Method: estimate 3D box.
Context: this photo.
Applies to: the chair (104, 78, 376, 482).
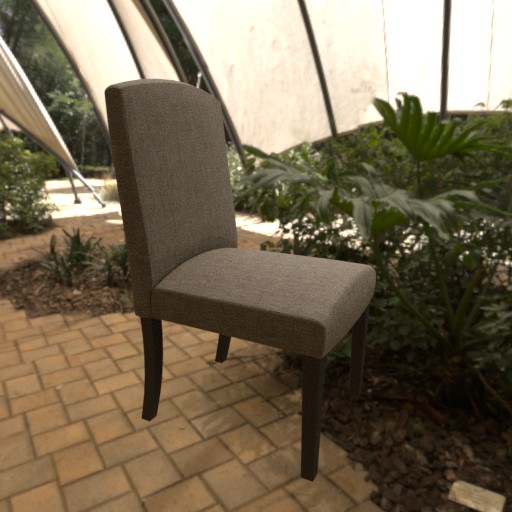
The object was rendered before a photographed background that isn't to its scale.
[{"bbox_3d":[0.000,0.000,1.194,0.580,0.917,0.451,8,16,27],"label":"chair"}]
